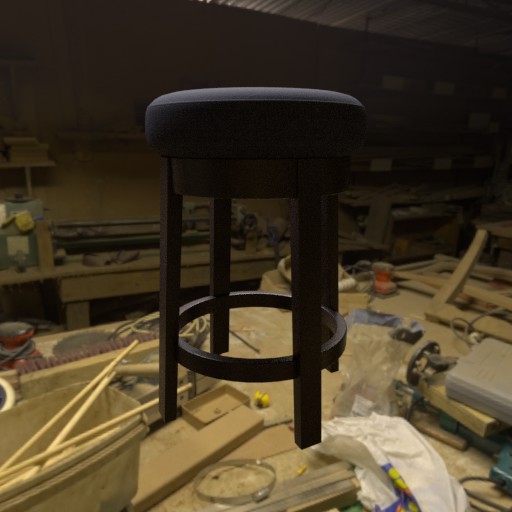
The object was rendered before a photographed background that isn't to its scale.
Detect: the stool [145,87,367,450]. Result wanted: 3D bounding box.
[{"bbox_3d":[0.000,0.000,0.951,0.449,0.655,0.449,0,15,0],"label":"stool"}]
